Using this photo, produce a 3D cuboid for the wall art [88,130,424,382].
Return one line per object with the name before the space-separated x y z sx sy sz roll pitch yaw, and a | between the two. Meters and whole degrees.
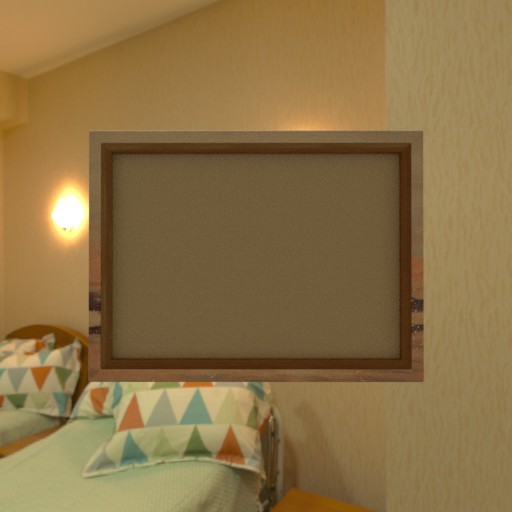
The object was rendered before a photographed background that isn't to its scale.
wall art | 0.000 0.000 1.359 1.015 0.763 0.038 0 0 0
